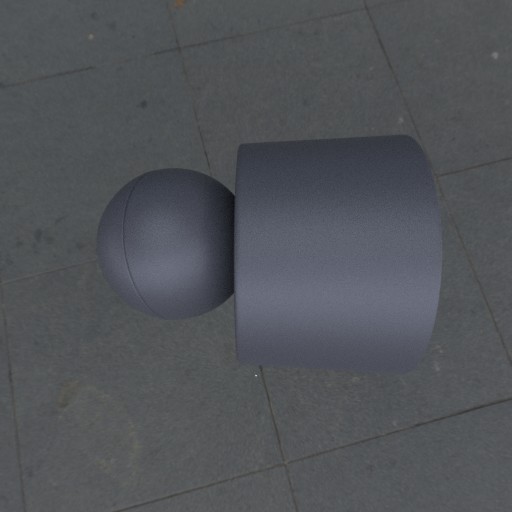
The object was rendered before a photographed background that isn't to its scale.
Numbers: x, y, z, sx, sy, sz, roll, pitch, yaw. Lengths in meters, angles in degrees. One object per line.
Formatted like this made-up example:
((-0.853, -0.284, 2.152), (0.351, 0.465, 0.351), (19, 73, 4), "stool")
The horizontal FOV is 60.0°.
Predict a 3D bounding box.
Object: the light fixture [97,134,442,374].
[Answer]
((0.000, 0.000, 0.261), (0.160, 0.143, 0.134), (0, 75, 0), "light fixture")
